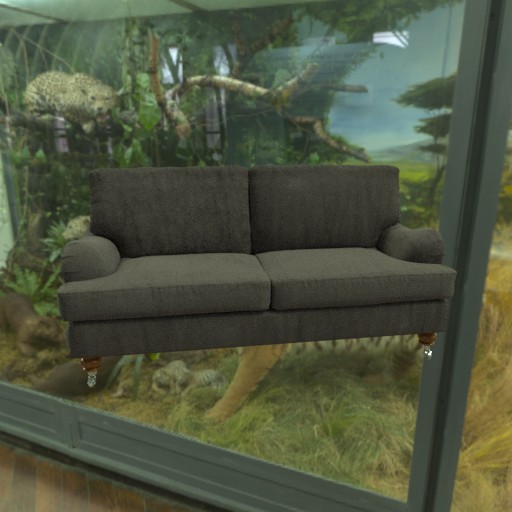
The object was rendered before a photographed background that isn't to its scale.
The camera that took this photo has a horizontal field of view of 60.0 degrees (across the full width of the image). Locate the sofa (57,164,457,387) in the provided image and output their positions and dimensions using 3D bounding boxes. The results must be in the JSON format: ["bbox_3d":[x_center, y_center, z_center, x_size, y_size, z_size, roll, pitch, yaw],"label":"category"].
[{"bbox_3d":[0.000,0.000,2.790,2.165,1.087,1.086,-2,16,-8],"label":"sofa"}]
